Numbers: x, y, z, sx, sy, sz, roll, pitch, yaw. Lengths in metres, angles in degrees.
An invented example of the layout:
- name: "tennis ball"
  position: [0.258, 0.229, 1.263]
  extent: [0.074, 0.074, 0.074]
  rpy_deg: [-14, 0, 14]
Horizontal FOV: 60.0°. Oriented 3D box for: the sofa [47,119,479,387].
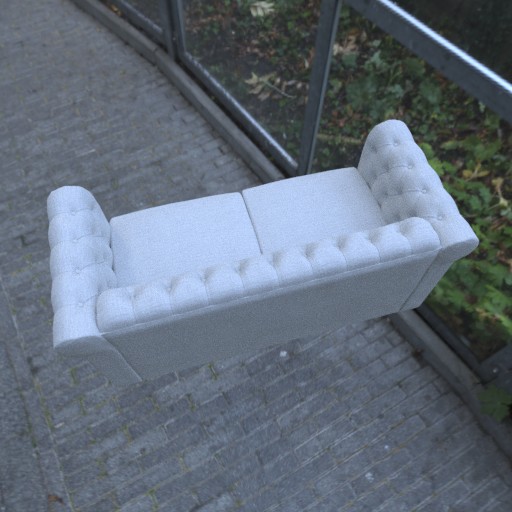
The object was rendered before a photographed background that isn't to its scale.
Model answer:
- name: "sofa"
  position: [0.000, 0.000, 2.250]
  extent: [1.798, 0.797, 0.783]
  rpy_deg: [-13, 60, -8]
